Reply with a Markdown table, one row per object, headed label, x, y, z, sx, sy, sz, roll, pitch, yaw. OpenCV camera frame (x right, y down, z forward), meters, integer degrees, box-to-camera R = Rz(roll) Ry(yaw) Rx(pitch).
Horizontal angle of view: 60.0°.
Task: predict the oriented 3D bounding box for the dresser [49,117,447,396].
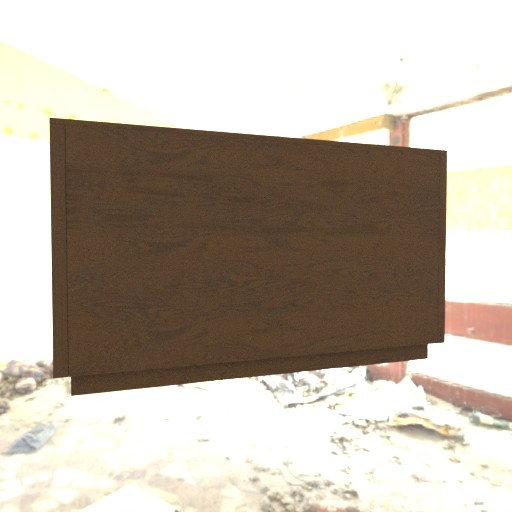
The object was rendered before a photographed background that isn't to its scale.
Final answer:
| label | x | y | z | sx | sy | sz | roll | pitch | yaw |
| --- | --- | --- | --- | --- | --- | --- | --- | --- | --- |
| dresser | 0.000 | 0.000 | 1.869 | 1.523 | 0.889 | 0.512 | -1 | 2 | -19 |
